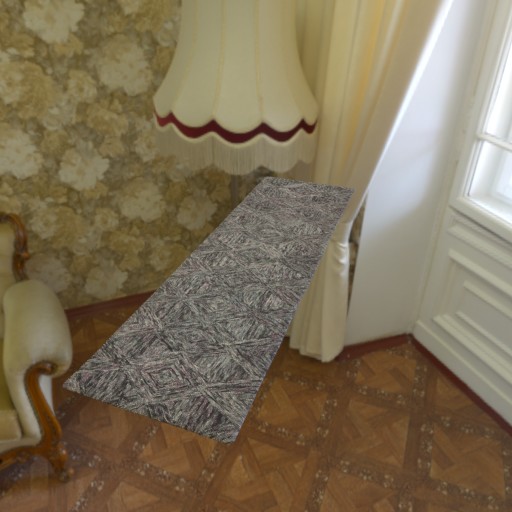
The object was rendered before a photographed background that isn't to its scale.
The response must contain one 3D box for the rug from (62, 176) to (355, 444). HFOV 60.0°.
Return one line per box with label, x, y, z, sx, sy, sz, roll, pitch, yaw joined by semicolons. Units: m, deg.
rug;0.000;0.000;2.488;0.719;0.013;2.305;11;33;17
